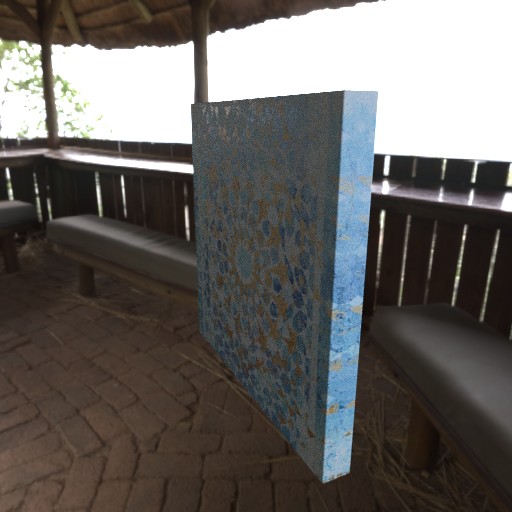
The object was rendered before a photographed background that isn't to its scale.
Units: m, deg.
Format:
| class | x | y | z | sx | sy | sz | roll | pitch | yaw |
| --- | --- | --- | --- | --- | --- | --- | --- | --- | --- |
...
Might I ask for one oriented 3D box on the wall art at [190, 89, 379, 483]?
| class | x | y | z | sx | sy | sz | roll | pitch | yaw |
| --- | --- | --- | --- | --- | --- | --- | --- | --- | --- |
| wall art | 0.000 | 0.000 | 0.606 | 0.037 | 0.405 | 0.405 | -8 | 19 | -25 |
